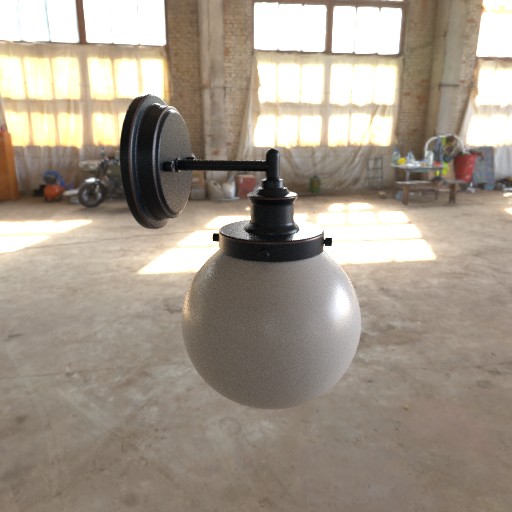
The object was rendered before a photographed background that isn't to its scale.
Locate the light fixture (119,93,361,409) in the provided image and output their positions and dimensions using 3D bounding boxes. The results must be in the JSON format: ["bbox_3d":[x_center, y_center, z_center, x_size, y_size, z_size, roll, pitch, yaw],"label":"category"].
[{"bbox_3d":[0.000,0.000,0.478,0.230,0.332,0.197,3,16,9],"label":"light fixture"}]
